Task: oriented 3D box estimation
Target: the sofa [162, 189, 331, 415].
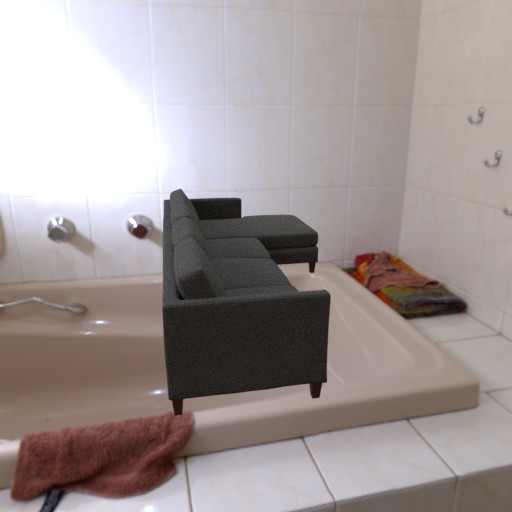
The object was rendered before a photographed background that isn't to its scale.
[{"bbox_3d":[0.000,0.000,3.993,1.625,0.846,3.186,-3,18,-11],"label":"sofa"}]
